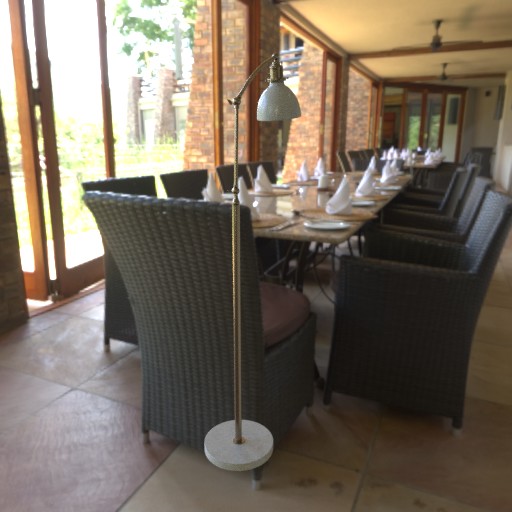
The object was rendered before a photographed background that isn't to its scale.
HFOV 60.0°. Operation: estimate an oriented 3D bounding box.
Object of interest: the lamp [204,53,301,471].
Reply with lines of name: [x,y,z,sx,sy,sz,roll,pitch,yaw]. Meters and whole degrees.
lamp: [0.000,0.000,1.806,0.288,1.586,0.599,7,16,26]
